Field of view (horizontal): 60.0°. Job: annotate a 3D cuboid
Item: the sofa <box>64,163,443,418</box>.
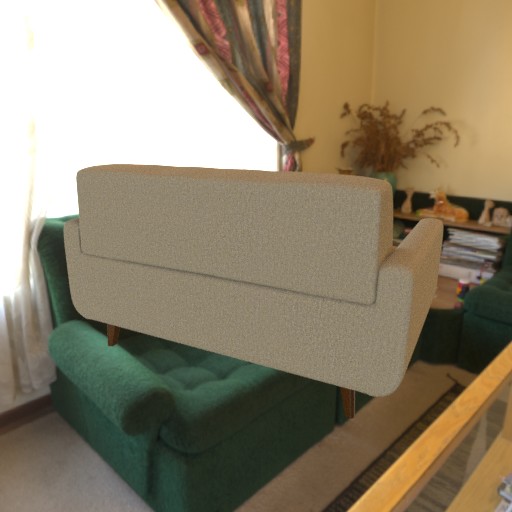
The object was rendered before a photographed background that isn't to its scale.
[{"bbox_3d":[0.000,0.000,2.238,1.651,0.925,0.952,8,18,26],"label":"sofa"}]
